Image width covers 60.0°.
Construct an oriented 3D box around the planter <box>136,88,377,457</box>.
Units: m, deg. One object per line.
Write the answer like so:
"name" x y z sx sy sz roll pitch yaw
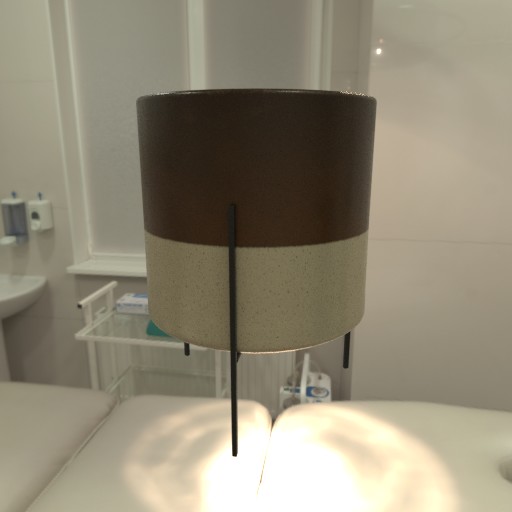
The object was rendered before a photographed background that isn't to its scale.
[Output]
"planter" 0.000 0.000 0.703 0.345 0.465 0.354 2 15 9
